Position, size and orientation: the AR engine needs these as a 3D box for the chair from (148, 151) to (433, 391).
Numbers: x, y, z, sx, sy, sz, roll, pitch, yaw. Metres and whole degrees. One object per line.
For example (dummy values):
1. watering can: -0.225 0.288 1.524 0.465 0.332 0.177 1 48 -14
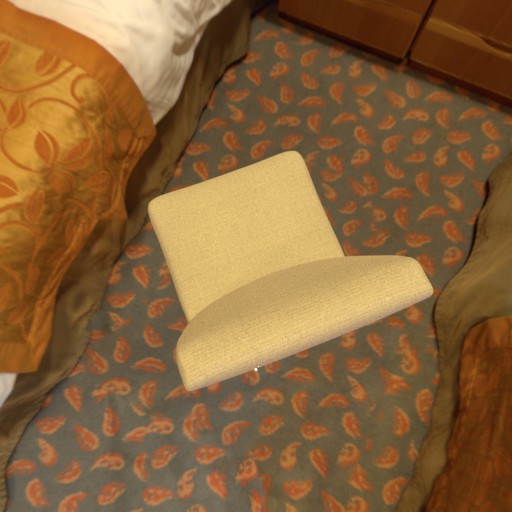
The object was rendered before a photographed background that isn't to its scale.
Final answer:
1. chair: 0.000 0.000 1.266 0.507 0.911 0.586 -20 77 -5
